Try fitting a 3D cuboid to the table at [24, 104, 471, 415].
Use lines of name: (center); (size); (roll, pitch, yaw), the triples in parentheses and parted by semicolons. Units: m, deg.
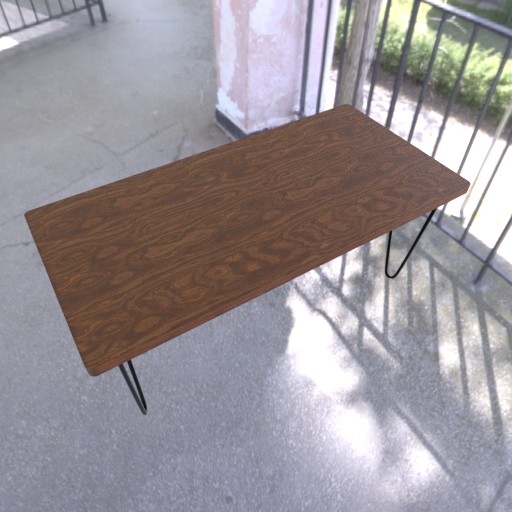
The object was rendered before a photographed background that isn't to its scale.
table: (0.000, 0.000, 2.231); (1.791, 0.753, 0.883); (-24, 51, -21)
